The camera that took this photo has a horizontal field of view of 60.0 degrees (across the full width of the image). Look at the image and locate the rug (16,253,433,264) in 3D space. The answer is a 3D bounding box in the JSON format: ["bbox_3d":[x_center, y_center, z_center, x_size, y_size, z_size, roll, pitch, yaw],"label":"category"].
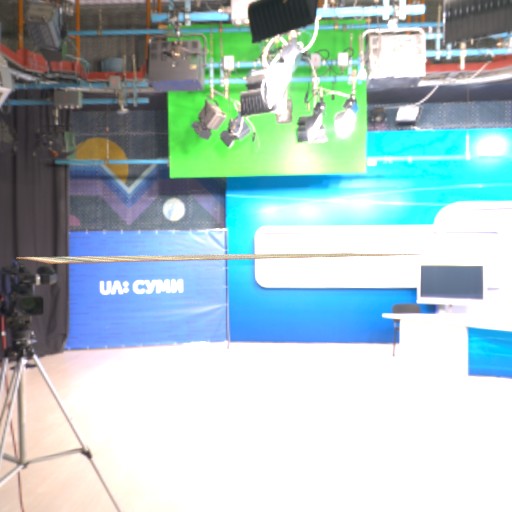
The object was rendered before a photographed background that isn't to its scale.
[{"bbox_3d":[0.000,0.000,2.644,2.444,0.010,0.799,-1,2,-36],"label":"rug"}]
